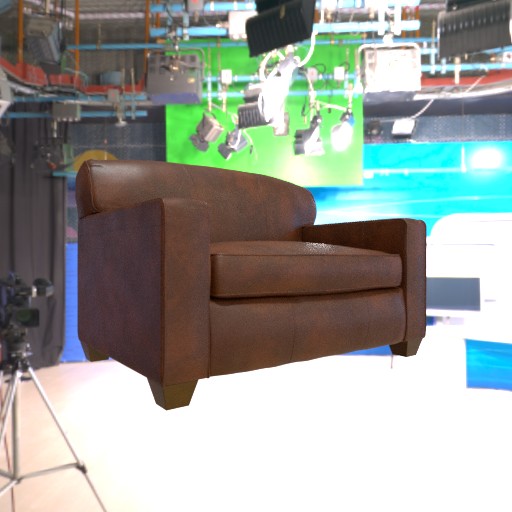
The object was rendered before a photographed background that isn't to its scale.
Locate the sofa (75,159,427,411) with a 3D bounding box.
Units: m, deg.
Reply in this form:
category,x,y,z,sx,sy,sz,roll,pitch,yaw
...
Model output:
category,x,y,z,sx,sy,sz,roll,pitch,yaw
sofa,0.000,0.000,2.094,1.413,0.956,1.000,0,0,-36
